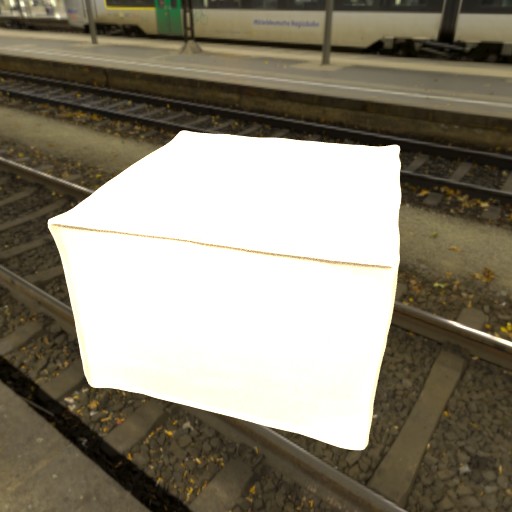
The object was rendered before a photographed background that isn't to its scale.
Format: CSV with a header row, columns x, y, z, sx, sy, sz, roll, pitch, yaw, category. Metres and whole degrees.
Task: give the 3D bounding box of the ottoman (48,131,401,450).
x,y,z,sx,sy,sz,roll,pitch,yaw,category
0.000,0.000,1.159,0.696,0.470,0.707,8,31,13,ottoman
